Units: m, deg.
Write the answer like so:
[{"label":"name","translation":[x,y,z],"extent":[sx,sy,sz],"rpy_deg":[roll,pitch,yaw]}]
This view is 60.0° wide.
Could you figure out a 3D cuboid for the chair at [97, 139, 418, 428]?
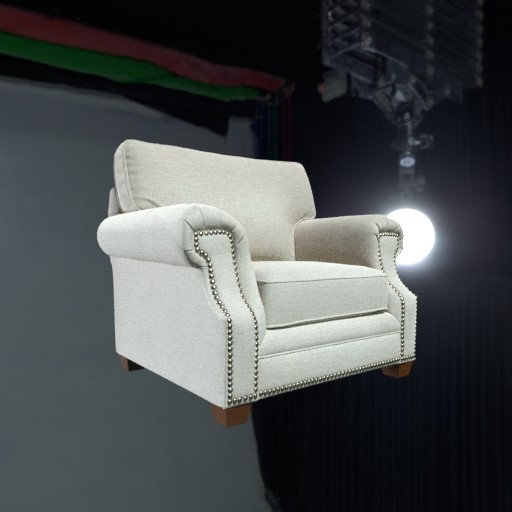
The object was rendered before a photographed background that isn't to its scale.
[{"label":"chair","translation":[0.000,0.000,1.872],"extent":[1.092,0.961,0.965],"rpy_deg":[-1,1,-37]}]
